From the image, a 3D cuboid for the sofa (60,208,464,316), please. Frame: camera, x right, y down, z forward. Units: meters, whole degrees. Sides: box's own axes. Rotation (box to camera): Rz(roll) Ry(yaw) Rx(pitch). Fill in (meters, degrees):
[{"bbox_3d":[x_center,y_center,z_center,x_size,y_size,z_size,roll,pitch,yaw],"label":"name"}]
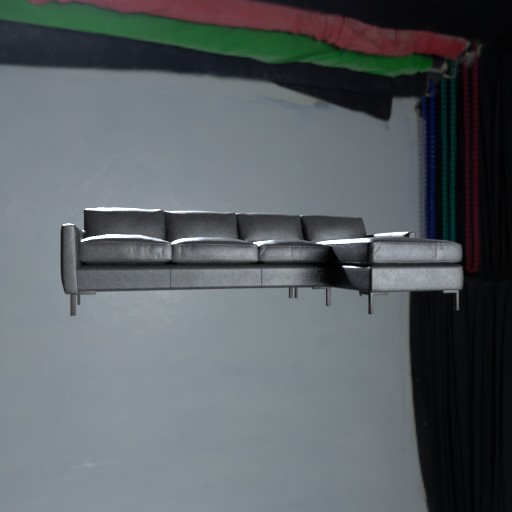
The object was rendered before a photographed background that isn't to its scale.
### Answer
[{"bbox_3d":[0.000,0.000,3.699,2.993,0.859,1.471,0,0,-18],"label":"sofa"}]
